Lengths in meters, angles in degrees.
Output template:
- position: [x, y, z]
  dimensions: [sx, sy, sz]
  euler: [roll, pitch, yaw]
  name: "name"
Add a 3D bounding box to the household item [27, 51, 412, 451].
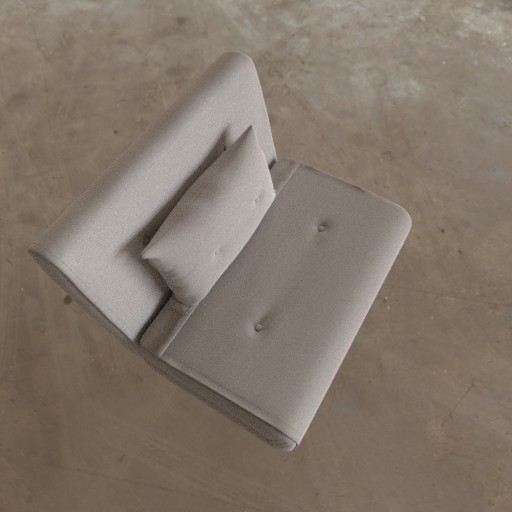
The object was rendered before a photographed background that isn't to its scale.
- position: [0.000, 0.000, 1.602]
  dimensions: [0.874, 0.800, 1.000]
  euler: [28, 64, 15]
  name: "household item"
